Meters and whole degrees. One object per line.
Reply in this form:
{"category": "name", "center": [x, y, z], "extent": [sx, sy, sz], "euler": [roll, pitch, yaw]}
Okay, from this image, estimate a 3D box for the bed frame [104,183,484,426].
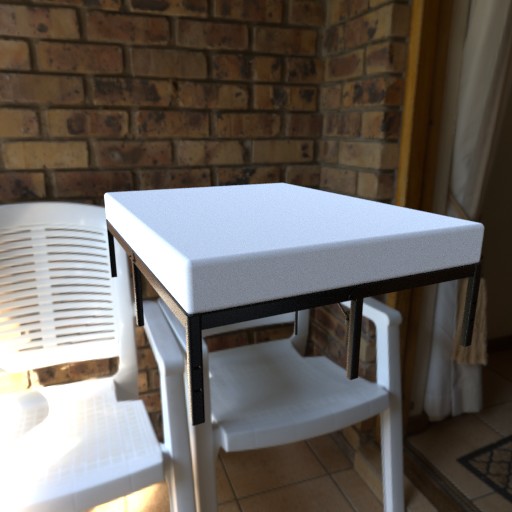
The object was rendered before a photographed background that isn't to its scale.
{"category": "bed frame", "center": [0.000, 0.000, 2.832], "extent": [1.557, 0.659, 2.072], "euler": [-7, 17, -25]}
